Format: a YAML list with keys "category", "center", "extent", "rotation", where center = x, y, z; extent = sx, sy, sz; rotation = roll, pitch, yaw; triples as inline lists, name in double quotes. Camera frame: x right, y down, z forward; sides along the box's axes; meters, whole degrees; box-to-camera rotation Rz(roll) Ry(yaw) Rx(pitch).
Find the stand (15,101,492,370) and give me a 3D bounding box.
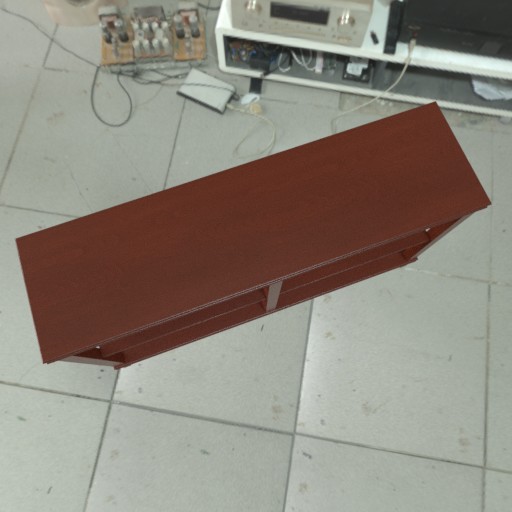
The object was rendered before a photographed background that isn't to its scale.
- category: "stand"
  center: [0.000, 0.000, 1.681]
  extent: [1.372, 0.762, 0.381]
  rotation: [-19, 75, -5]
